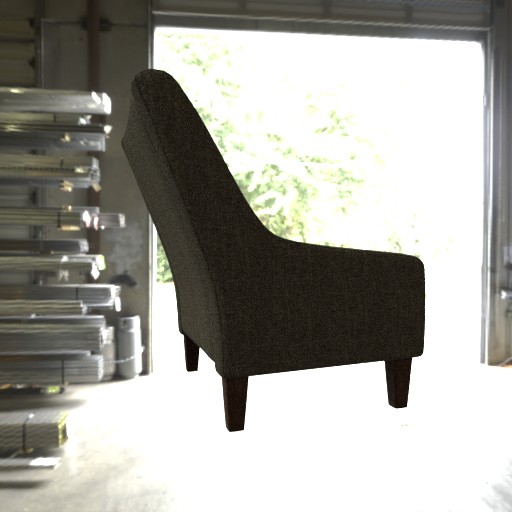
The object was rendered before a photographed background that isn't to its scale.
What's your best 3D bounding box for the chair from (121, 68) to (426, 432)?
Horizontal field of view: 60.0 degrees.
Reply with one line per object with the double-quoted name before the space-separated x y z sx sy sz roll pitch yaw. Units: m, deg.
"chair" 0.000 0.000 1.672 0.944 1.012 0.793 0 1 -19
